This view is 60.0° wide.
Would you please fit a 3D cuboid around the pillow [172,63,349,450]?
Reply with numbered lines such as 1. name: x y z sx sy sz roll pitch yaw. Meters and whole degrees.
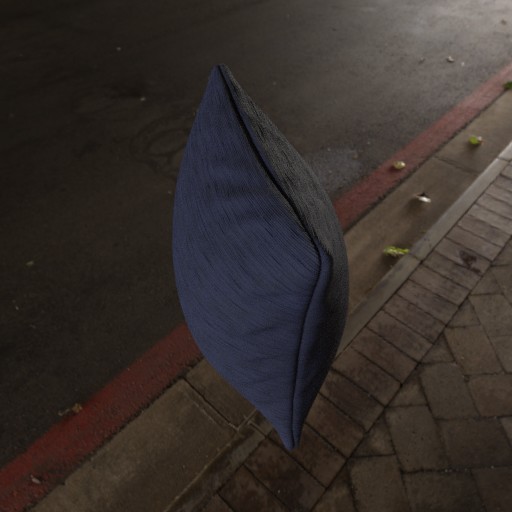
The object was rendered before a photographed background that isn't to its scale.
1. pillow: 0.000 0.000 0.664 0.246 0.414 0.432 -11 46 -11
